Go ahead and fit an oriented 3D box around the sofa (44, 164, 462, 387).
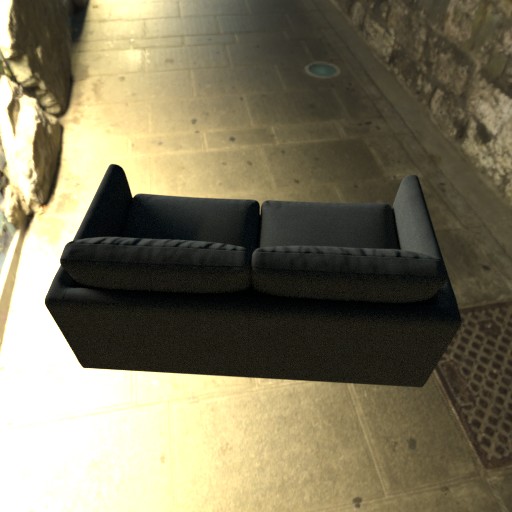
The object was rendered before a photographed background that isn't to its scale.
[{"bbox_3d":[0.000,0.000,2.503,1.909,0.845,1.091,3,47,2],"label":"sofa"}]
